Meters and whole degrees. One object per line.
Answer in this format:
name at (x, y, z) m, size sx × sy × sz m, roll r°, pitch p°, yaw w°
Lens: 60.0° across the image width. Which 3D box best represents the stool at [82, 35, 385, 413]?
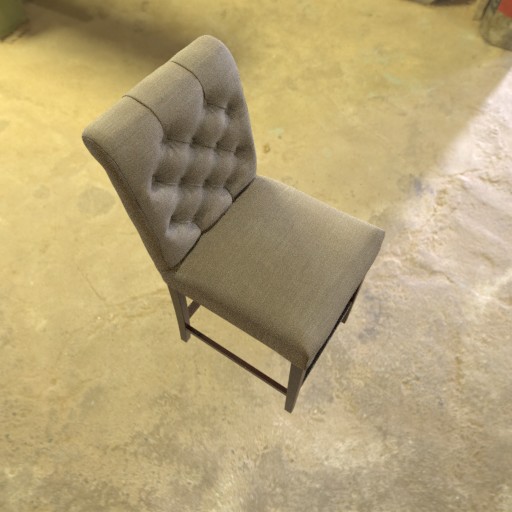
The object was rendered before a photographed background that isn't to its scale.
stool at (0.000, 0.000, 1.423) m, size 0.660 × 1.084 × 0.486 m, roll 29°, pitch 62°, yaw 17°
